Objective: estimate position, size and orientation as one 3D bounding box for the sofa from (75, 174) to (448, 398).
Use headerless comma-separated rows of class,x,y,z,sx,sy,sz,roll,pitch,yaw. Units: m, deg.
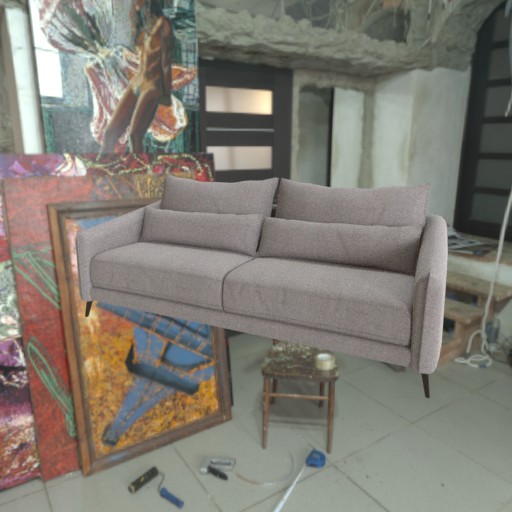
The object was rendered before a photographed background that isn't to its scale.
sofa,0.000,0.000,2.490,2.022,0.833,0.809,7,16,26
